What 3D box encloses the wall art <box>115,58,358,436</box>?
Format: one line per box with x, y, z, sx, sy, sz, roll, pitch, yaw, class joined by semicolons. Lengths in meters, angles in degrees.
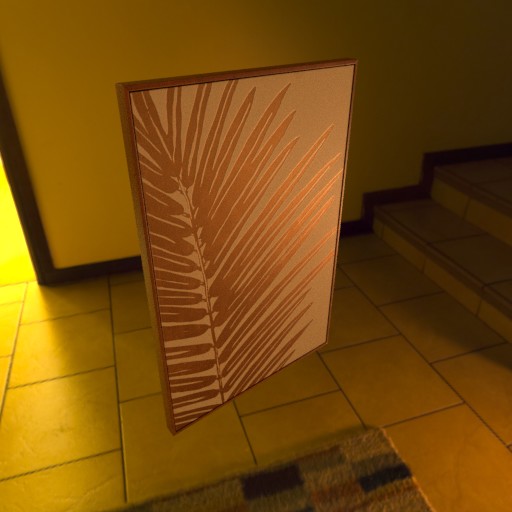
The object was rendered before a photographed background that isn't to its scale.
0.000;0.000;1.167;0.610;0.914;0.037;-22;37;-32;wall art
